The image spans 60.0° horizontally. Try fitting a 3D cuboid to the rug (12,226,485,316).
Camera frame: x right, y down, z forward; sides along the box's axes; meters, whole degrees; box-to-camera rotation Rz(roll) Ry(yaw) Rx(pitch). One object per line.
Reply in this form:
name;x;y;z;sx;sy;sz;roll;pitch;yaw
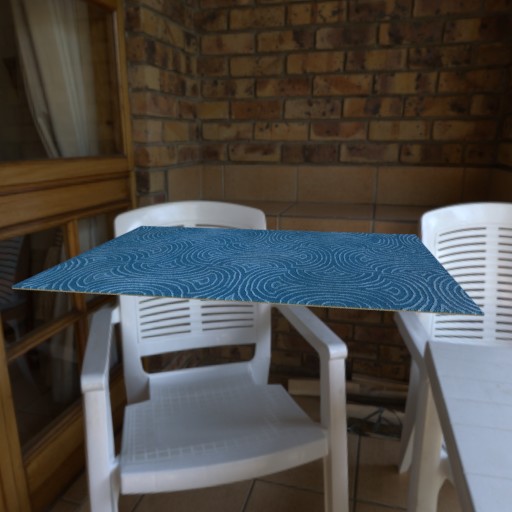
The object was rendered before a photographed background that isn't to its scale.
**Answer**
rug;0.000;0.000;2.710;2.144;0.015;1.543;2;15;9
